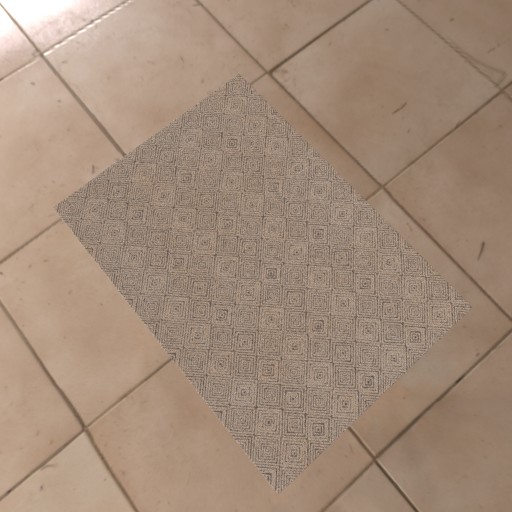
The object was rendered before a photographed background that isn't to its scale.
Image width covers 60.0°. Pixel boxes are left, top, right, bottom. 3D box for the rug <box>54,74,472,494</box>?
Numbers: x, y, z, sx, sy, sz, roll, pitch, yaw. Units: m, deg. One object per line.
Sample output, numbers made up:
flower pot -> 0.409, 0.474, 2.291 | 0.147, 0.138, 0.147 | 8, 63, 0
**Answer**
rug -> 0.000, 0.000, 2.822 | 1.593, 0.008, 2.238 | -39, 78, -10
